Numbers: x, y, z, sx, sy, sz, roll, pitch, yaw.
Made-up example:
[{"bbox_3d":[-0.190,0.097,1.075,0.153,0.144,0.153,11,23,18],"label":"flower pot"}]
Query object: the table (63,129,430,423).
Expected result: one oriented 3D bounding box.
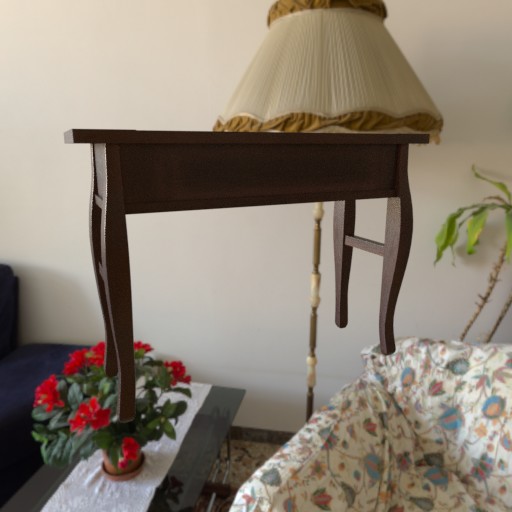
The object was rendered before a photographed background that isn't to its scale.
[{"bbox_3d":[0.000,0.000,1.439,1.062,0.768,0.373,-7,16,-25],"label":"table"}]
